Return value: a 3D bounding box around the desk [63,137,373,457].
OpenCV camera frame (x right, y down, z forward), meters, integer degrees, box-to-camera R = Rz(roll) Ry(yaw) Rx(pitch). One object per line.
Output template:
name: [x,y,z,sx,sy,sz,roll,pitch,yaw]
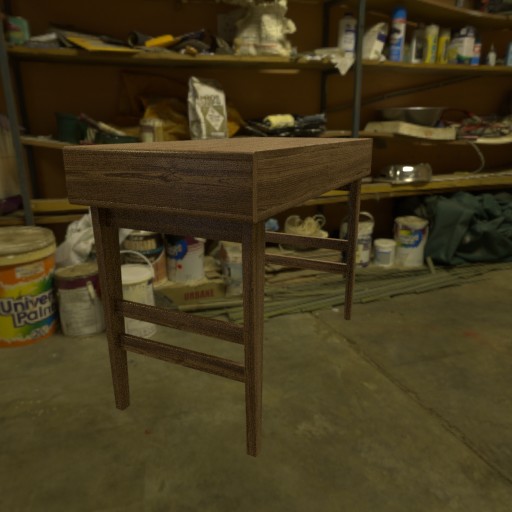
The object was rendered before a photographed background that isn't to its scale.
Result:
desk: [0.000,0.000,1.508,0.508,0.755,1.067,8,18,25]
